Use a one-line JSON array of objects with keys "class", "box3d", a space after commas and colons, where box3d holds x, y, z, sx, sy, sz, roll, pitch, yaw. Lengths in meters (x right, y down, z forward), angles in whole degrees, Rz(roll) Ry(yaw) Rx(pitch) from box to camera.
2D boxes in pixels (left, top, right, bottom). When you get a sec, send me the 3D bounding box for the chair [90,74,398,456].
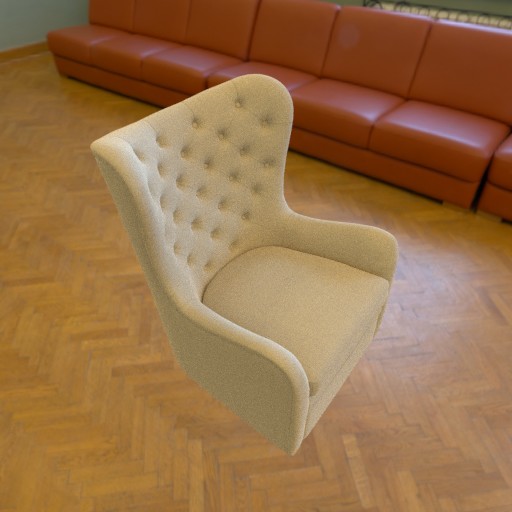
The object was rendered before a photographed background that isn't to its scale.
[{"class": "chair", "box3d": [0.000, 0.000, 1.733, 0.929, 1.079, 0.831, 25, 47, 27]}]
